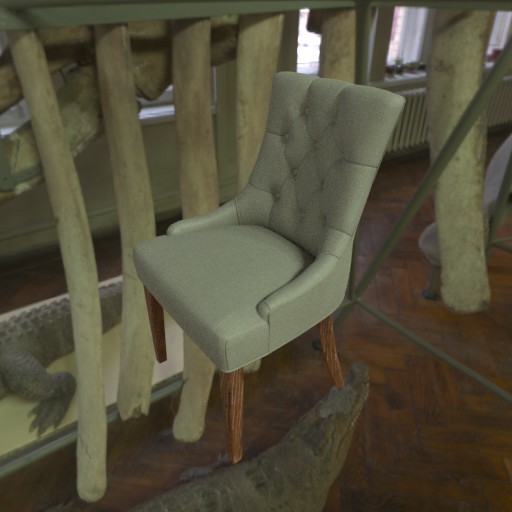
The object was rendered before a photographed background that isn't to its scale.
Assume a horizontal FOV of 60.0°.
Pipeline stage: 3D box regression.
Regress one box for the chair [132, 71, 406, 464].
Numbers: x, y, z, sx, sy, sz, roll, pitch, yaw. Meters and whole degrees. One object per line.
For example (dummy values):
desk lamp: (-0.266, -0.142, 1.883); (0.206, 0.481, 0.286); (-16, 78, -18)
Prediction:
chair: (0.000, 0.000, 1.224); (0.565, 0.874, 0.509); (-20, 36, -30)
